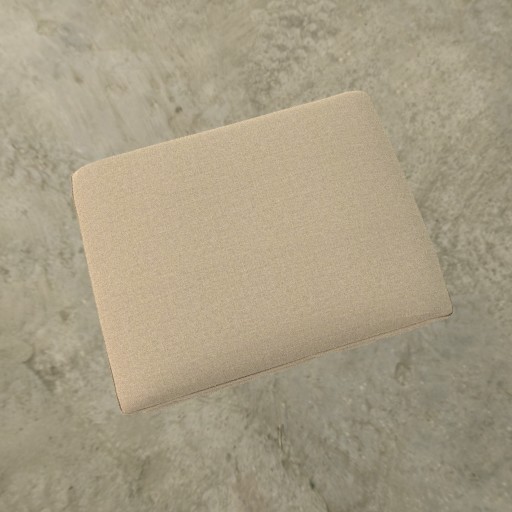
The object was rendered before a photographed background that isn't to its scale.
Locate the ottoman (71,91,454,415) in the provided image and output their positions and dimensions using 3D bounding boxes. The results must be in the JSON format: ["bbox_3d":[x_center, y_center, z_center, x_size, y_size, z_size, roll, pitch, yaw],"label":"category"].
[{"bbox_3d":[0.000,0.000,1.040,0.684,0.463,0.541,-16,76,-4],"label":"ottoman"}]
